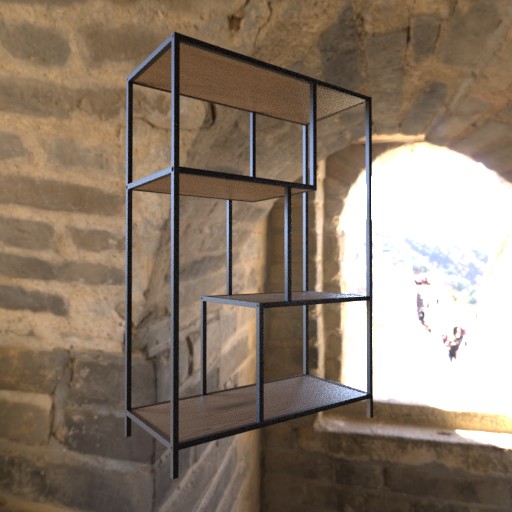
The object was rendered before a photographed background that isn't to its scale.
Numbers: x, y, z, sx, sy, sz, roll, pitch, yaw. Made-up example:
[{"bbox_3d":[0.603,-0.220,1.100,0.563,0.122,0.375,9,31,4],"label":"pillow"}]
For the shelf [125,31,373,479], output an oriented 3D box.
[{"bbox_3d":[0.000,0.000,1.492,0.770,1.138,0.350,1,-1,-36],"label":"shelf"}]
